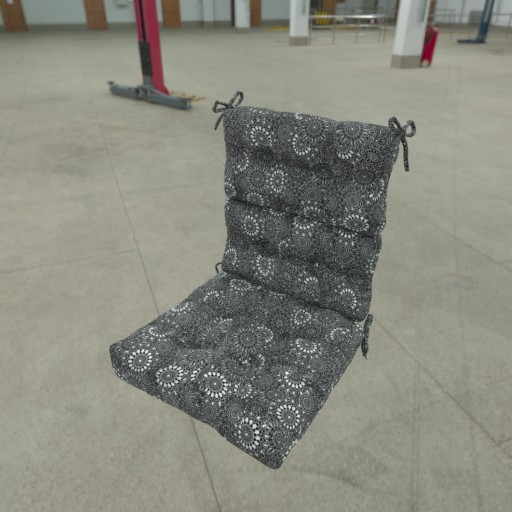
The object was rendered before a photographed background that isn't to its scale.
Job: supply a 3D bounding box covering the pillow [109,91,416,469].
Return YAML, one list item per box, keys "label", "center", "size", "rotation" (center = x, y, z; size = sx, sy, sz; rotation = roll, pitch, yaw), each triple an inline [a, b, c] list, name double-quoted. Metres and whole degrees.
- label: "pillow"
  center: [0.000, 0.000, 1.020]
  size: [0.519, 0.605, 0.571]
  rotation: [19, 35, 29]
